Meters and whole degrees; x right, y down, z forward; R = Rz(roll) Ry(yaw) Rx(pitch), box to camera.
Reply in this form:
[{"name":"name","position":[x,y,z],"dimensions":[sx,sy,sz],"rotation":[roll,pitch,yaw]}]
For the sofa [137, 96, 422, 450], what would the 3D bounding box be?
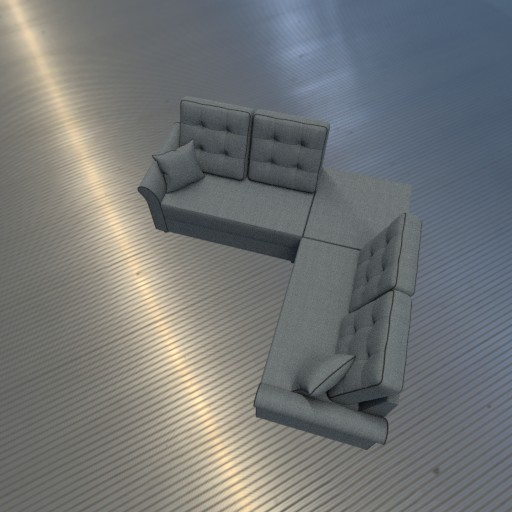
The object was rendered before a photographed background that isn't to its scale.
[{"name":"sofa","position":[0.000,0.000,3.190],"dimensions":[2.068,0.988,2.070],"rotation":[14,59,9]}]
